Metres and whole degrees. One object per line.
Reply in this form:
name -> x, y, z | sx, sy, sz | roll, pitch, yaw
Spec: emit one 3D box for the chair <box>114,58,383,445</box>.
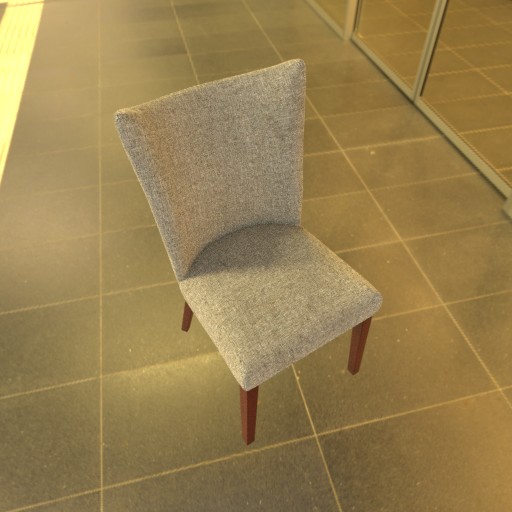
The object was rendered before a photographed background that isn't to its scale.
chair -> 0.000, 0.000, 1.320 | 0.535, 0.924, 0.623 | -26, 52, -22
